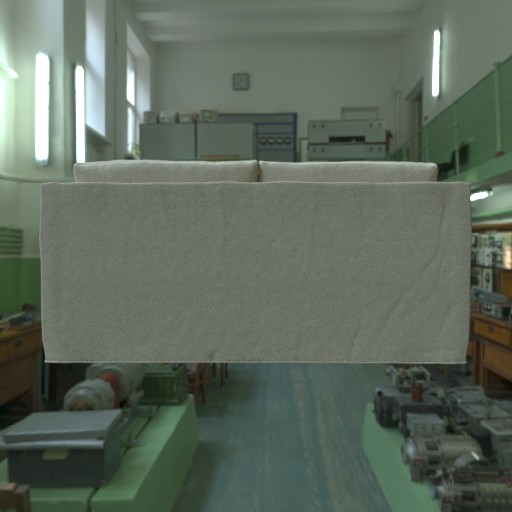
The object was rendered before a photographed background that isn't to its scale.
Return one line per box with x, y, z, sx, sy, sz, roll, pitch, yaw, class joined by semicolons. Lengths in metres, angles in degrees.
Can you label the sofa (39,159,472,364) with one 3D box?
0.000;0.000;2.196;1.719;0.835;0.962;0;1;1;sofa
